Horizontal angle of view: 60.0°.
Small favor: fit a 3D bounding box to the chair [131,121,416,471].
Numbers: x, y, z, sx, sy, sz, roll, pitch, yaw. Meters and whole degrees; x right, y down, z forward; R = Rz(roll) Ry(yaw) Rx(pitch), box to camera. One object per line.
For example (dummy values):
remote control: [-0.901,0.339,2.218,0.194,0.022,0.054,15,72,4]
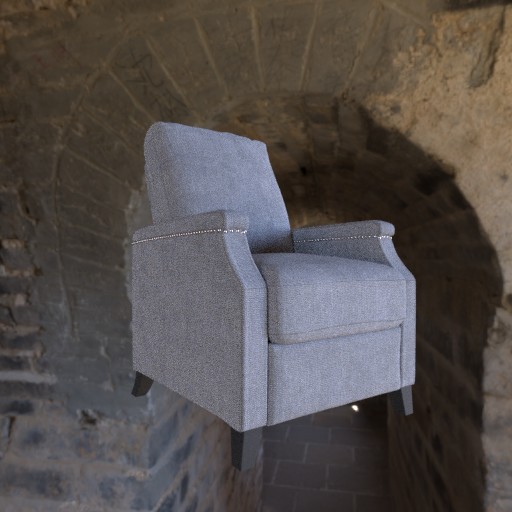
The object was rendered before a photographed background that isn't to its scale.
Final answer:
chair: [0.000,0.000,1.609,0.710,1.049,0.922,0,0,-36]
